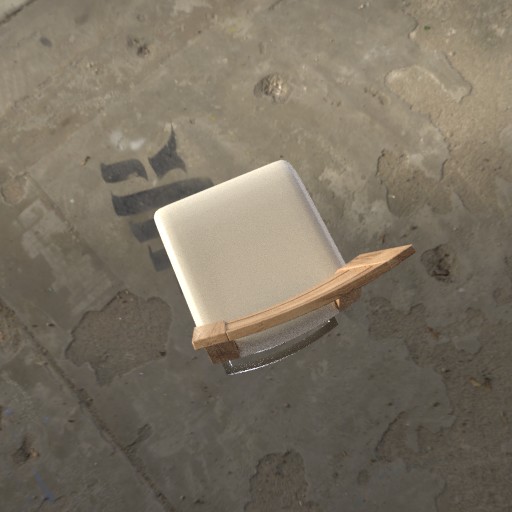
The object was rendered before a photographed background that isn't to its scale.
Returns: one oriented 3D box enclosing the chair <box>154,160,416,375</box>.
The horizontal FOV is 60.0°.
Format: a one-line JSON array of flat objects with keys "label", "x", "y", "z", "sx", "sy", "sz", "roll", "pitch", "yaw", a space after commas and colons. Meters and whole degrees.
[{"label": "chair", "x": 0.000, "y": 0.000, "z": 1.248, "sx": 0.457, "sy": 0.955, "sz": 0.561, "roll": -23, "pitch": 76, "yaw": -6}]
